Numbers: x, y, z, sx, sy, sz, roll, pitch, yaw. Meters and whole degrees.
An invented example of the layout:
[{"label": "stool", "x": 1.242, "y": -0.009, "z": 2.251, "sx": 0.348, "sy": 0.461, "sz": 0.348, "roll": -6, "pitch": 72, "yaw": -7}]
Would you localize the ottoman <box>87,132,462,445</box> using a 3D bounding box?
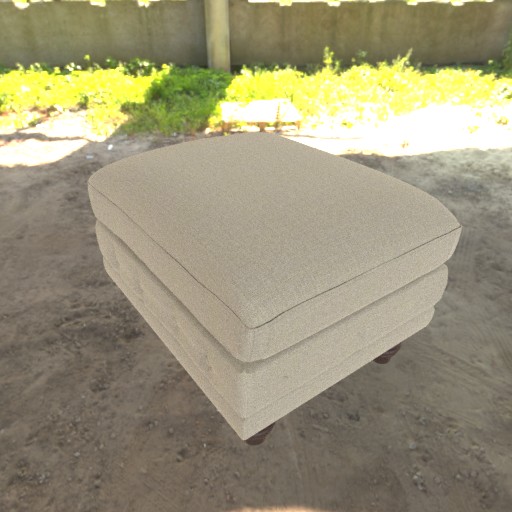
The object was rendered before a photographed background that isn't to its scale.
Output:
[{"label": "ottoman", "x": 0.000, "y": 0.000, "z": 1.037, "sx": 0.541, "sy": 0.463, "sz": 0.684, "roll": -20, "pitch": 37, "yaw": -30}]
